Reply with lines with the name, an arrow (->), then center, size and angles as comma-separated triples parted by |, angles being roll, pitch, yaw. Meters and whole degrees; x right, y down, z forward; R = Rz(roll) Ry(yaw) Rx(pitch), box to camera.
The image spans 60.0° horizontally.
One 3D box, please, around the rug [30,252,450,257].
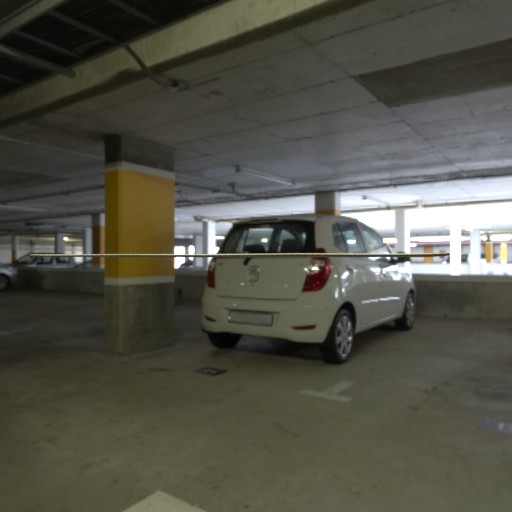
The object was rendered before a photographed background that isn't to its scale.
rug -> 0.000, 0.000, 4.506 | 3.381, 0.026, 2.436 | 0, 0, 17
